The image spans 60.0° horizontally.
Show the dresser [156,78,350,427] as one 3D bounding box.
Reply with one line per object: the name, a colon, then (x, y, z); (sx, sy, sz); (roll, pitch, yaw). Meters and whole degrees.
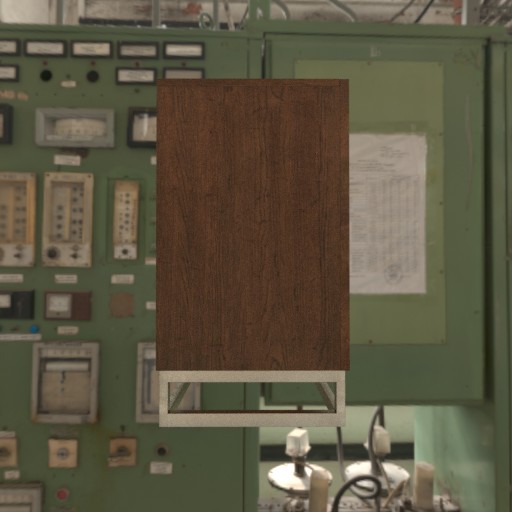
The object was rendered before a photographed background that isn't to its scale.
dresser: (0.000, 0.000, 2.167); (0.623, 1.061, 1.646); (0, -1, 0)
